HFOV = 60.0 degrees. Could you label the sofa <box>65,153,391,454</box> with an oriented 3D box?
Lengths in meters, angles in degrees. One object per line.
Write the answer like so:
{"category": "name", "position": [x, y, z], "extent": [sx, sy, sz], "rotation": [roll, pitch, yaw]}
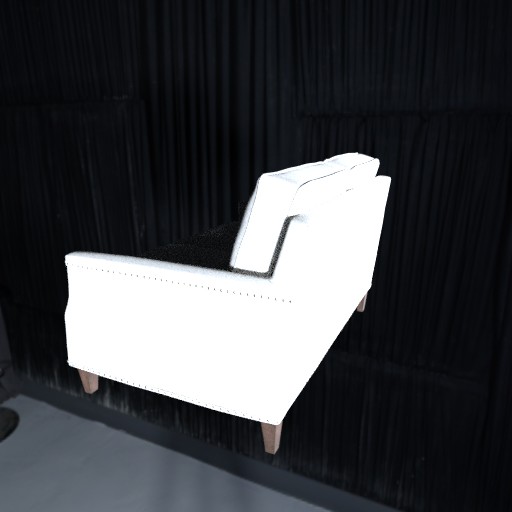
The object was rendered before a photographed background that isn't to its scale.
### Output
{"category": "sofa", "position": [0.000, 0.000, 2.286], "extent": [1.084, 1.003, 1.597], "rotation": [8, 18, 24]}
